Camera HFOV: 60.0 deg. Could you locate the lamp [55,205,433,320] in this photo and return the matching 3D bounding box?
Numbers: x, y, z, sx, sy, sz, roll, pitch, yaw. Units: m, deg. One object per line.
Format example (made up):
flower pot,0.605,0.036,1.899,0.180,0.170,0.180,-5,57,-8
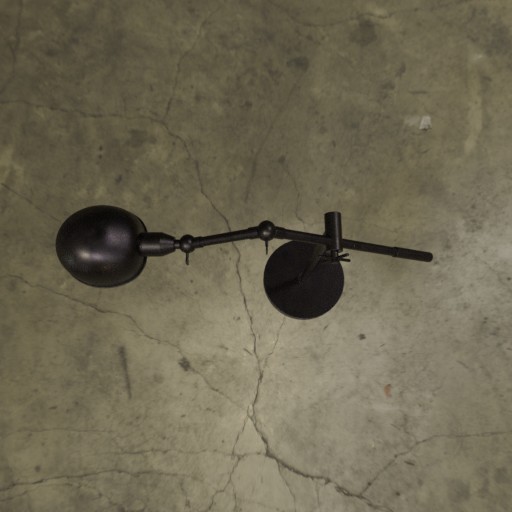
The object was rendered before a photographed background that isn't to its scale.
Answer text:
lamp,0.000,0.000,0.802,0.567,0.495,0.185,0,76,0
